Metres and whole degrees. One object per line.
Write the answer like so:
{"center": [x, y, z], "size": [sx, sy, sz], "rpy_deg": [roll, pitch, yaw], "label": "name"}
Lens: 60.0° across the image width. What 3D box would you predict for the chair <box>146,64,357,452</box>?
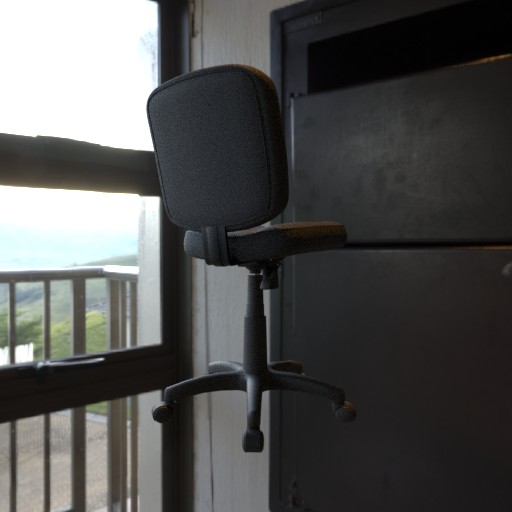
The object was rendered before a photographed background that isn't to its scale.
{"center": [0.000, 0.000, 1.395], "size": [0.610, 0.972, 0.610], "rpy_deg": [1, 1, 36], "label": "chair"}
